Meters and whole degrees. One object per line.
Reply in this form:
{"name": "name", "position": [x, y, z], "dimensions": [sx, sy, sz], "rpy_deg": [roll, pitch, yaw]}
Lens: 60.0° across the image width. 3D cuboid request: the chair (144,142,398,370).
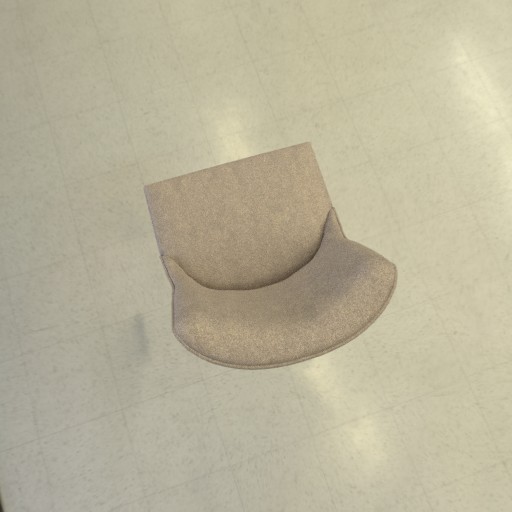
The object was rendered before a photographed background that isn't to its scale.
{"name": "chair", "position": [0.000, 0.000, 1.293], "dimensions": [0.548, 0.916, 0.636], "rpy_deg": [-16, 76, -4]}
